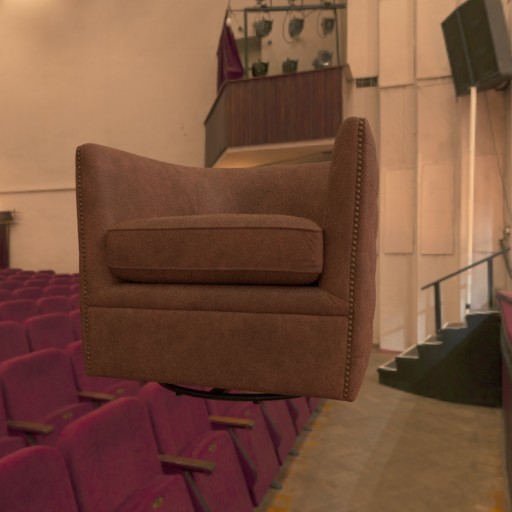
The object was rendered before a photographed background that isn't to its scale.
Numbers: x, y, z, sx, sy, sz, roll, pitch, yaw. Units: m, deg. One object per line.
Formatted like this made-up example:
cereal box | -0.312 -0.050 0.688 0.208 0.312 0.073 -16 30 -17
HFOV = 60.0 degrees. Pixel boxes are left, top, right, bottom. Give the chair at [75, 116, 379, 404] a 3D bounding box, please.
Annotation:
chair | 0.000 0.000 1.546 0.850 0.790 0.870 0 -1 18
